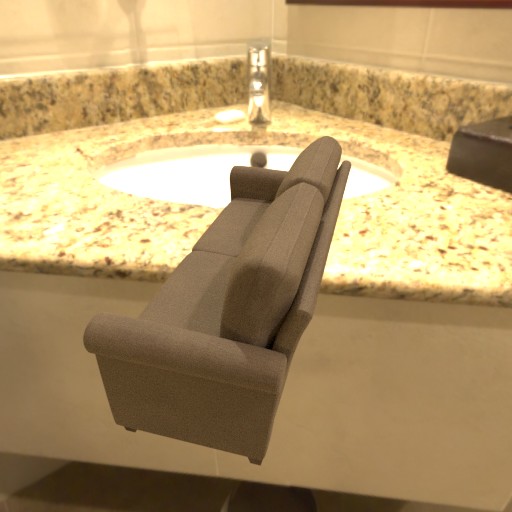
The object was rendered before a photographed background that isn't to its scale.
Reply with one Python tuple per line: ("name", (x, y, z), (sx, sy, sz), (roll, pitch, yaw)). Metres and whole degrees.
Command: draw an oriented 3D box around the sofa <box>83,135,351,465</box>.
("sofa", (0.000, 0.000, 2.435), (0.842, 0.942, 1.935), (8, 32, 13))
